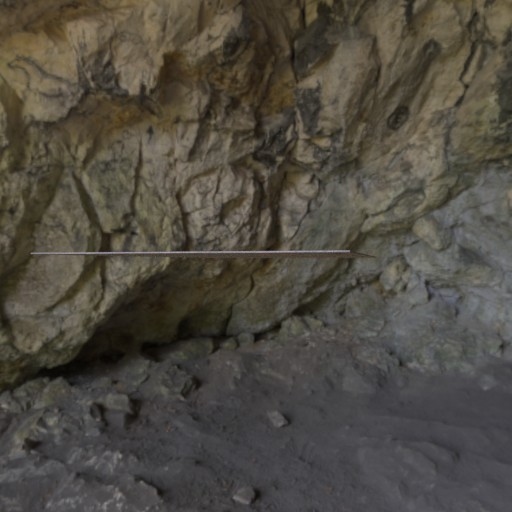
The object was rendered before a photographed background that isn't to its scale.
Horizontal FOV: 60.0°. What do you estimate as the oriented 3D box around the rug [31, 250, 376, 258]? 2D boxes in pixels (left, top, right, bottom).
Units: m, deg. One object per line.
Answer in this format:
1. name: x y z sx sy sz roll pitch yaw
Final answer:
1. rug: 0.000 0.000 3.067 1.515 0.007 2.427 0 -1 17
